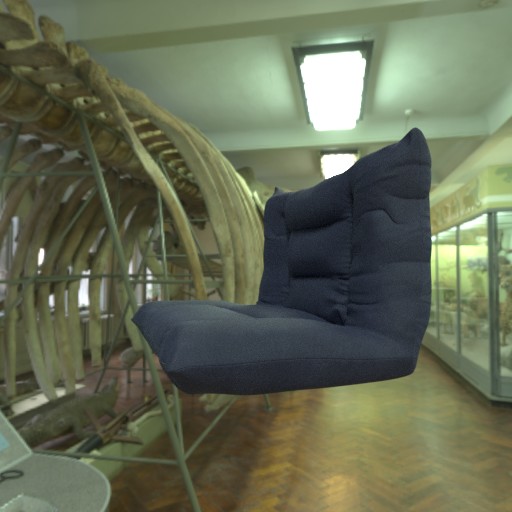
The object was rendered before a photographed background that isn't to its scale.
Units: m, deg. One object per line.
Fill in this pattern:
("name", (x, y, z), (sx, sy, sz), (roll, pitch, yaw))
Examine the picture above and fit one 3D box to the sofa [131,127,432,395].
("sofa", (0.000, 0.000, 1.696), (0.849, 0.778, 1.122), (1, -2, -19))
